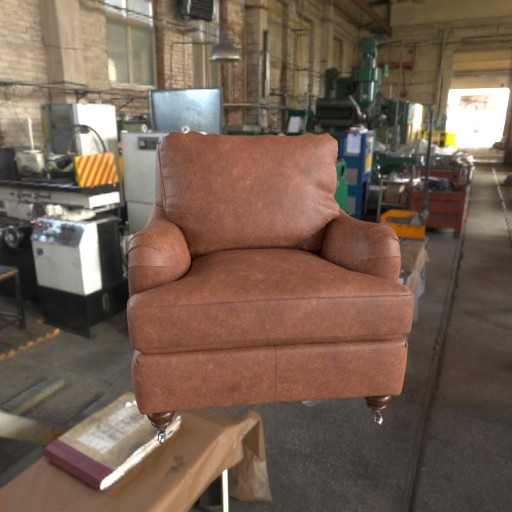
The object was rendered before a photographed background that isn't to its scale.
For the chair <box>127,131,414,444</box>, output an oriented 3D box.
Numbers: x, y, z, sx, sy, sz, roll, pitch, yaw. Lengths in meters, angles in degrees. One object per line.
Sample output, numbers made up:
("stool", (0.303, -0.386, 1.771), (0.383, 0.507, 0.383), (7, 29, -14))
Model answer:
("chair", (0.000, 0.000, 1.947), (0.986, 1.055, 1.158), (-2, 16, -7))
